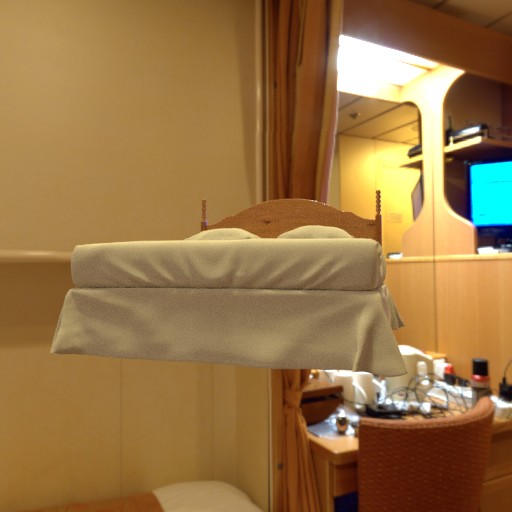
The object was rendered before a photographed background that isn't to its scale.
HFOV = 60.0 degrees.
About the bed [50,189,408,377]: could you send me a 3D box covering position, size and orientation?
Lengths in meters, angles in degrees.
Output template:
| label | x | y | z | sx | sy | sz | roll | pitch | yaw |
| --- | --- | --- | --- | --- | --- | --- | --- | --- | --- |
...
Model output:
| label | x | y | z | sx | sy | sz | roll | pitch | yaw |
| --- | --- | --- | --- | --- | --- | --- | --- | --- | --- |
| bed | 0.000 | 0.000 | 3.586 | 2.322 | 1.355 | 2.219 | -1 | -2 | 17 |
